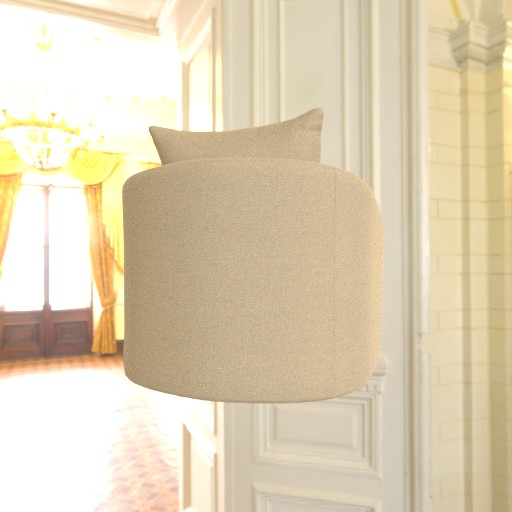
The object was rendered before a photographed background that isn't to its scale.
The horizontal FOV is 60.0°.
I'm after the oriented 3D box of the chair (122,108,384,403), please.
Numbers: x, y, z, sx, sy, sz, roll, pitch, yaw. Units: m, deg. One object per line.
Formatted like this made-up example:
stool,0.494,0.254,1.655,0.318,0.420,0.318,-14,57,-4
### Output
chair,0.000,0.000,1.602,0.845,0.848,0.910,0,-1,20
